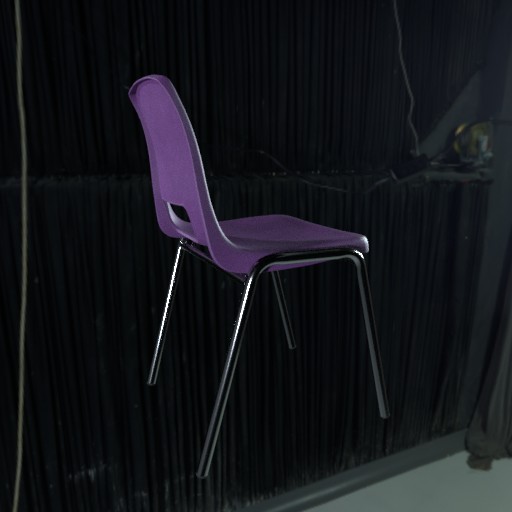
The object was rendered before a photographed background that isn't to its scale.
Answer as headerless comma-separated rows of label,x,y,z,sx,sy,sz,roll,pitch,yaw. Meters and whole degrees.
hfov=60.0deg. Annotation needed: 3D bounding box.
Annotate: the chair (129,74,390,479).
chair,0.000,0.000,0.902,0.432,0.654,0.381,-7,16,-26
